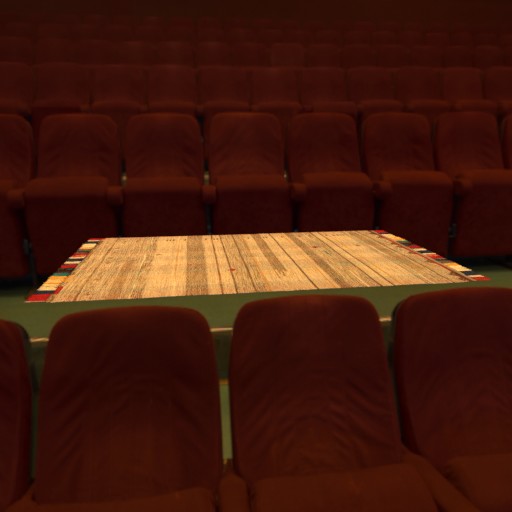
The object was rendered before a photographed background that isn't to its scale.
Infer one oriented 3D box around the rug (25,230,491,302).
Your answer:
[{"bbox_3d":[0.000,0.000,2.972,2.465,0.012,1.465,-2,15,-8],"label":"rug"}]
